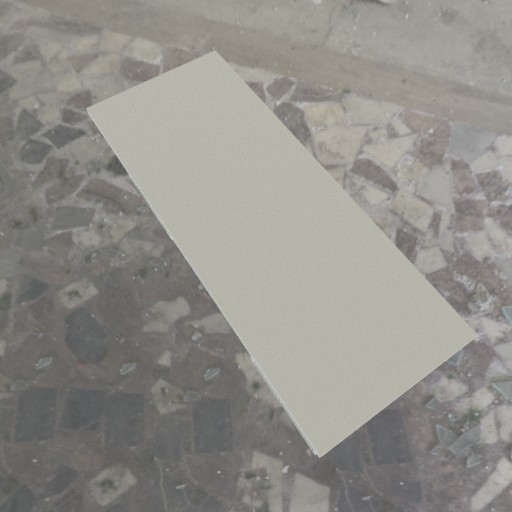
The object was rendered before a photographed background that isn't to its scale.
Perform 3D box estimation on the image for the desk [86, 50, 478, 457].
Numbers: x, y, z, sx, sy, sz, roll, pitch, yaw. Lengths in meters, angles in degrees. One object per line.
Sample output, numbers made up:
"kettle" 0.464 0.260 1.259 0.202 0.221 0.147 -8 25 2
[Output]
"desk" 0.000 0.000 1.901 0.603 0.773 1.530 -31 67 -14
